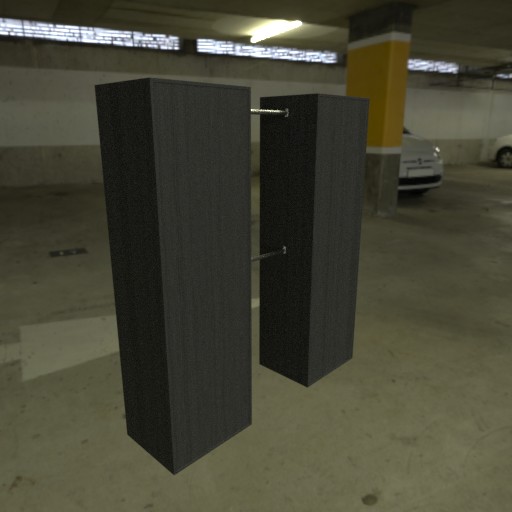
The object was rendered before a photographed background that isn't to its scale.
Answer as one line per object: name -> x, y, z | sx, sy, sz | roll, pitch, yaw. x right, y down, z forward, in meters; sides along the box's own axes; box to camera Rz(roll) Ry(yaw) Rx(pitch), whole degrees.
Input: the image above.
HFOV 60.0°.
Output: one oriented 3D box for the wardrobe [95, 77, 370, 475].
wardrobe -> 0.000, 0.000, 2.886 | 0.480, 2.000, 1.770 | 15, 22, 42
